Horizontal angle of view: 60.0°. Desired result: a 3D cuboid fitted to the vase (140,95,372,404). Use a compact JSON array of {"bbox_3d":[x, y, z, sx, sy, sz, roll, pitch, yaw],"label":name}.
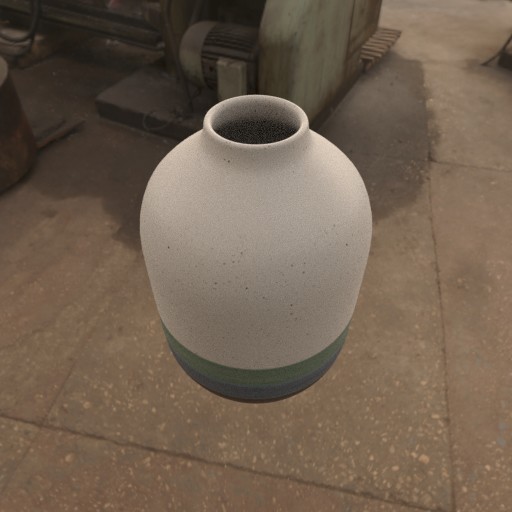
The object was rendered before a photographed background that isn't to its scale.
[{"bbox_3d":[0.000,0.000,0.355,0.169,0.240,0.169,0,46,0],"label":"vase"}]
